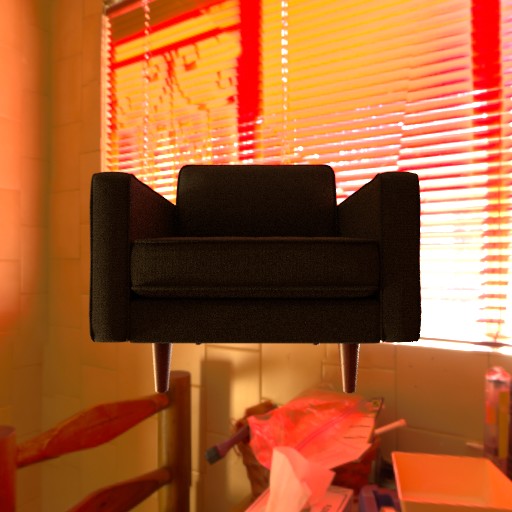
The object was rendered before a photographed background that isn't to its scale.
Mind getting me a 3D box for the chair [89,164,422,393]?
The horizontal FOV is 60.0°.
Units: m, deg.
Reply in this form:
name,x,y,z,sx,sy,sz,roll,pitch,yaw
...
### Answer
name,x,y,z,sx,sy,sz,roll,pitch,yaw
chair,0.000,0.000,1.602,0.899,0.770,0.919,0,-1,0
